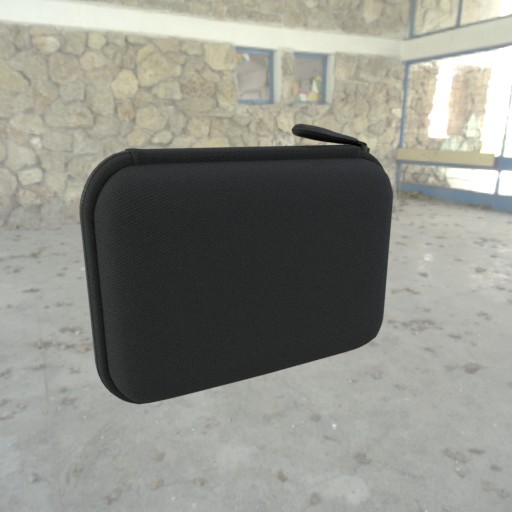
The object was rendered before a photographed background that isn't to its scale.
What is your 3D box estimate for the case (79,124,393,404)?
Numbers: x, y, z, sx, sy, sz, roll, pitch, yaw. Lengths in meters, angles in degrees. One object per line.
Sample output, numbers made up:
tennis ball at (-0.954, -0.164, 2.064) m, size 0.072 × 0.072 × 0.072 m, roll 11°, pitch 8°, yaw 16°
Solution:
case at (0.000, 0.000, 0.183) m, size 0.132 × 0.105 × 0.038 m, roll -8°, pitch 17°, yaw -26°
